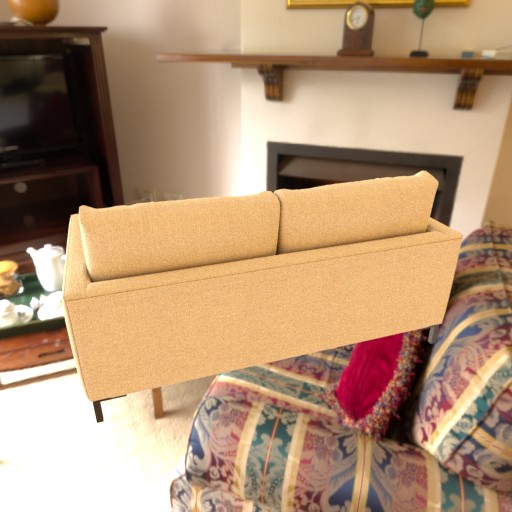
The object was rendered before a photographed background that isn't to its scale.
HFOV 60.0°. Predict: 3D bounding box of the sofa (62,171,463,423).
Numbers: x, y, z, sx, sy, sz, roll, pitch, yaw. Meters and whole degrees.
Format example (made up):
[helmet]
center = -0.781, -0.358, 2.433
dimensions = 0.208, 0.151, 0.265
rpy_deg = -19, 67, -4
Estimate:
[sofa]
center = 0.000, 0.000, 2.104
dimensions = 1.651, 0.812, 0.839
rpy_deg = -8, 27, -17
